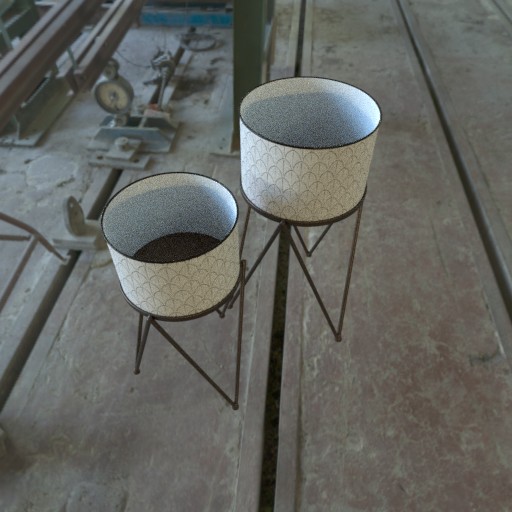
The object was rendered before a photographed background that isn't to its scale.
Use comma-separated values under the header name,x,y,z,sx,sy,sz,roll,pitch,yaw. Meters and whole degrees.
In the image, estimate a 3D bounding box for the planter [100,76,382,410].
name,x,y,z,sx,sy,sz,roll,pitch,yaw
planter,0.000,0.000,1.194,0.769,0.712,0.413,-31,54,-26
